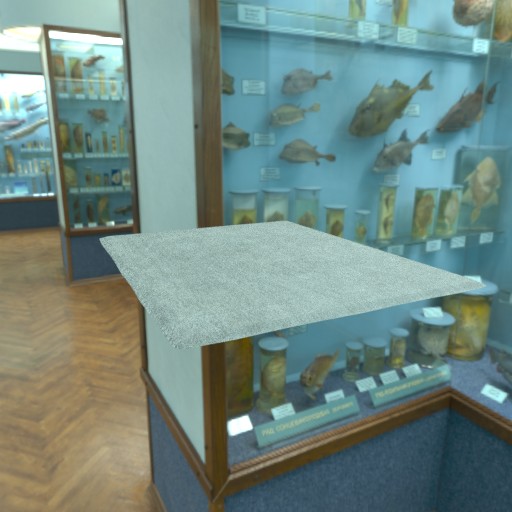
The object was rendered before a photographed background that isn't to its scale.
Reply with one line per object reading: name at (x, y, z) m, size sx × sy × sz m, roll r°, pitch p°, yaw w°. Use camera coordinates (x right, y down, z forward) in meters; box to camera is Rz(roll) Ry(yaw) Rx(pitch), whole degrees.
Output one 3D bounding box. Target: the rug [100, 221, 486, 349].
rug at (0.000, 0.000, 3.950) m, size 2.332 × 0.027 × 2.933 m, roll -7°, pitch 16°, yaw -25°
